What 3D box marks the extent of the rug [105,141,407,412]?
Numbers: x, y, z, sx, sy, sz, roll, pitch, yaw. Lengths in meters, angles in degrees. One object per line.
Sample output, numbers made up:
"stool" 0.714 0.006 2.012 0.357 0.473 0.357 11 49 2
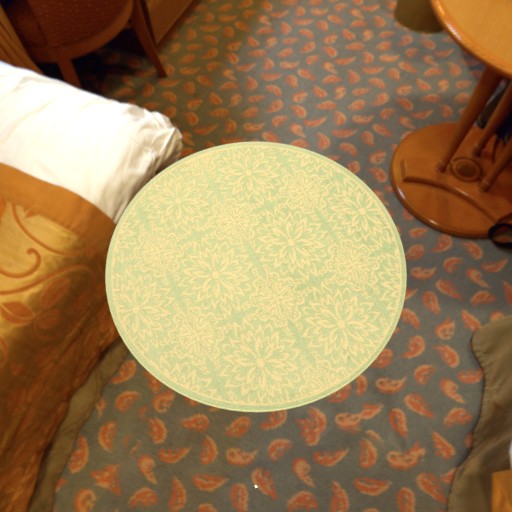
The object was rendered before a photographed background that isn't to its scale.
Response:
"rug" 0.000 0.000 2.371 1.593 0.012 1.593 0 63 0
